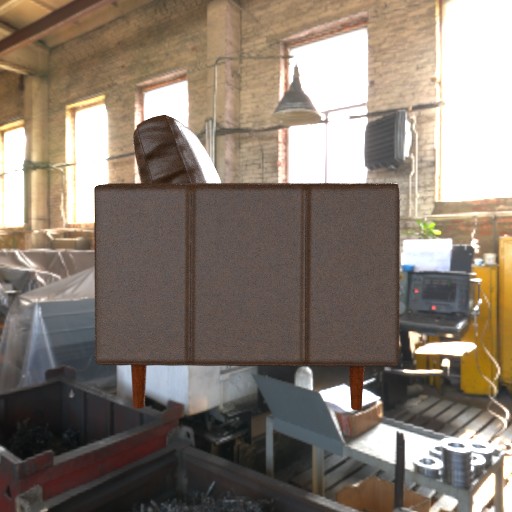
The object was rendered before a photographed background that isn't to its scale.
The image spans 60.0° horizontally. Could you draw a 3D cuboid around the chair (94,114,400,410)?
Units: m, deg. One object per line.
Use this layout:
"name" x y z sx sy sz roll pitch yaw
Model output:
"chair" 0.000 0.000 1.699 0.909 0.956 0.890 0 1 1
